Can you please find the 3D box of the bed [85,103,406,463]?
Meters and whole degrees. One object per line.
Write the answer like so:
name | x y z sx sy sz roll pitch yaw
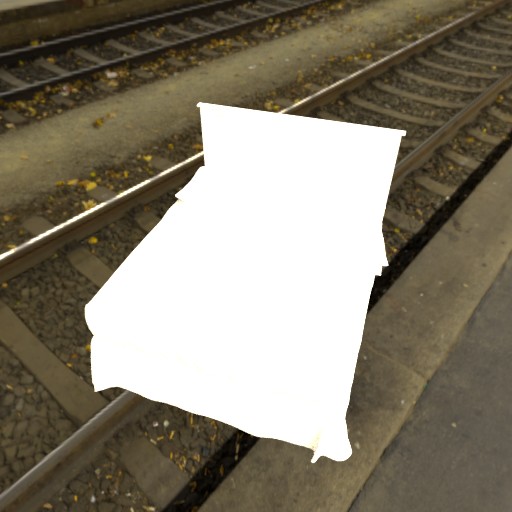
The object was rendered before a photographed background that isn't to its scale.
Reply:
bed | 0.000 0.000 3.153 1.876 1.269 2.047 13 42 14
